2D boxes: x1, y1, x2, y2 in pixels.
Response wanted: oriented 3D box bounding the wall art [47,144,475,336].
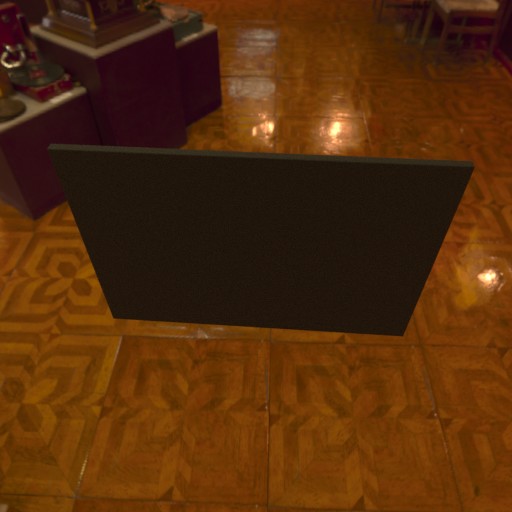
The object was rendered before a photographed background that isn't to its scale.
[{"bbox_3d":[0.000,0.000,1.235,0.958,0.656,0.026,3,46,3],"label":"wall art"}]
